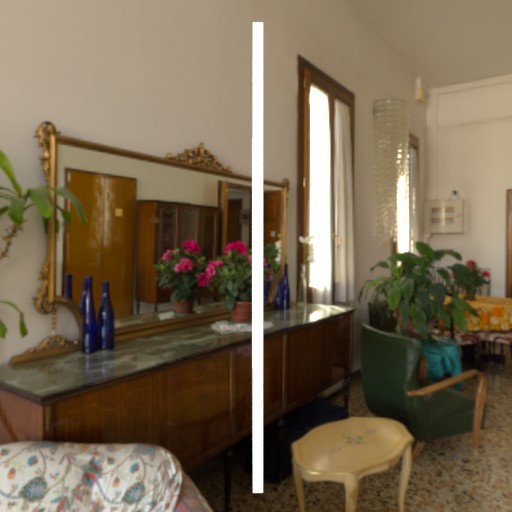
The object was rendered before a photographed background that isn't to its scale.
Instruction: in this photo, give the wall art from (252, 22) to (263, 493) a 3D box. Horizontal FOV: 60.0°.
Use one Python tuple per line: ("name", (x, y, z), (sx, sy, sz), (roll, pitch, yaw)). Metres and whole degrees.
("wall art", (0.000, 0.000, 0.764), (0.012, 0.557, 0.482), (0, 1, -1))
